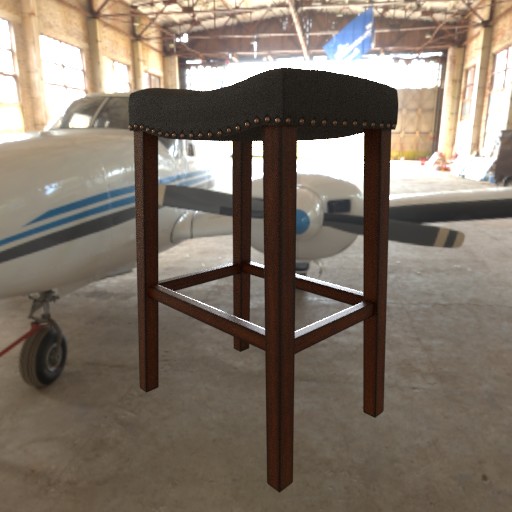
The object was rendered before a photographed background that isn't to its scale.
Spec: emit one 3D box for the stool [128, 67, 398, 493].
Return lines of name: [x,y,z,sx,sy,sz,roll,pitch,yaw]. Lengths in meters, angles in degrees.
stool: [0.000,0.000,1.021,0.366,0.748,0.502,-14,20,-42]
